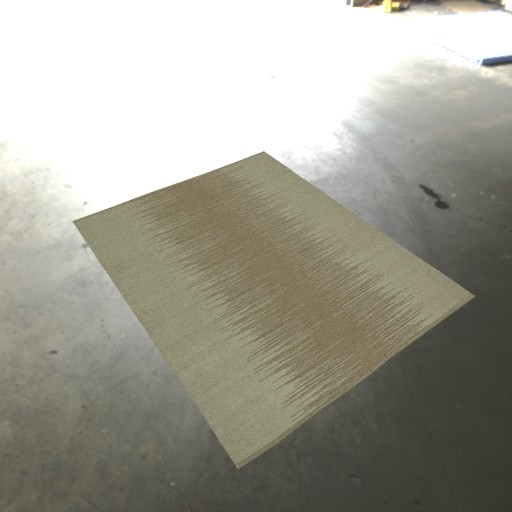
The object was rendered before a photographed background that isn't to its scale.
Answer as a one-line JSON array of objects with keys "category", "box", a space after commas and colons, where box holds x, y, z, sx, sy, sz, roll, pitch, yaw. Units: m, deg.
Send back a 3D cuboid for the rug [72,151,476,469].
[{"category": "rug", "box": [0.000, 0.000, 4.146, 2.438, 0.013, 3.048, -26, 49, -25]}]
